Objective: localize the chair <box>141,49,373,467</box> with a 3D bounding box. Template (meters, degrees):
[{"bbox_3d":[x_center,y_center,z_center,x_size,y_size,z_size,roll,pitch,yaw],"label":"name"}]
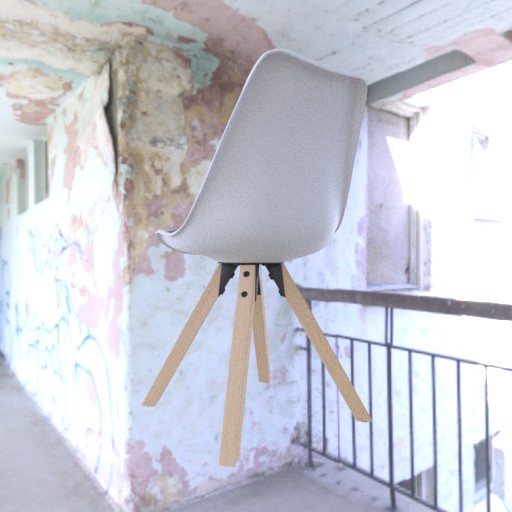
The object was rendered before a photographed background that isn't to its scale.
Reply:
[{"bbox_3d":[0.000,0.000,1.179,0.485,0.850,0.550,0,0,-35],"label":"chair"}]
